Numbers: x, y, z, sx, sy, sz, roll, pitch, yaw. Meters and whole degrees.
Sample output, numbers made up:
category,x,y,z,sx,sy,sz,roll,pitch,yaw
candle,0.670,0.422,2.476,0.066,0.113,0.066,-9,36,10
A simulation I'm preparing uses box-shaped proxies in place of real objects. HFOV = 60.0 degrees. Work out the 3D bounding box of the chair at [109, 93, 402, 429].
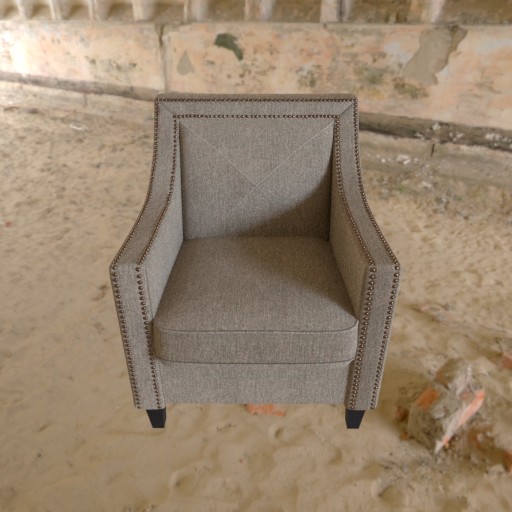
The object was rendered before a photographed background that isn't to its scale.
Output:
category,x,y,z,sx,sy,sz,roll,pitch,yaw
chair,0.000,0.000,1.565,0.776,0.967,0.884,0,29,0
